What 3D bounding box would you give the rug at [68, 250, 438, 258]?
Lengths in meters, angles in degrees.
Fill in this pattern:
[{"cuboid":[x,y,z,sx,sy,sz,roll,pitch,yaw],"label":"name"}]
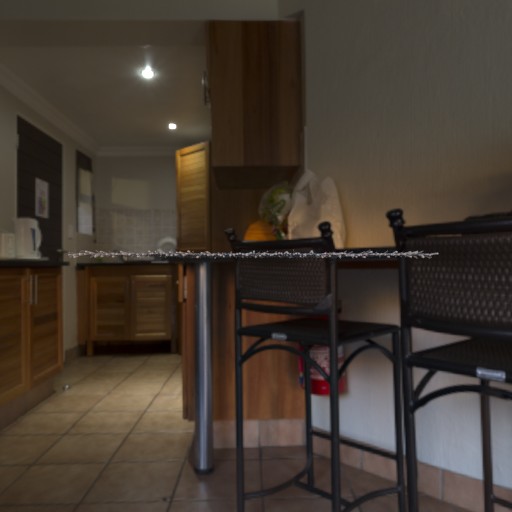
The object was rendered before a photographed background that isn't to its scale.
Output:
[{"cuboid":[0.000,0.000,2.360,1.181,0.028,1.936,0,0,1],"label":"rug"}]
